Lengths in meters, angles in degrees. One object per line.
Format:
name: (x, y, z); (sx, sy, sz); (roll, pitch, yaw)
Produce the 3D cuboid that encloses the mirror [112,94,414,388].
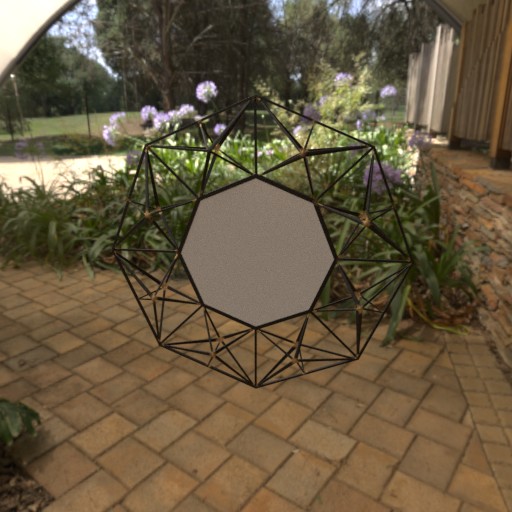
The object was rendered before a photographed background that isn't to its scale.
mirror: (0.000, 0.000, 1.034); (0.710, 0.710, 0.094); (2, 17, 8)
